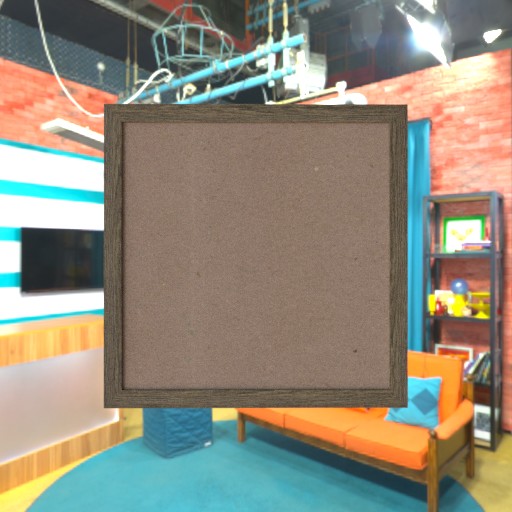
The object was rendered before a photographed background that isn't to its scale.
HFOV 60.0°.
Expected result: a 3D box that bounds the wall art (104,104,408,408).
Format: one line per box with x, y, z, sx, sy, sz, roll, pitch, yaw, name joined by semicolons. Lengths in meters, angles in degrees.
0.000;0.000;0.750;0.508;0.508;0.019;0;0;0;wall art
